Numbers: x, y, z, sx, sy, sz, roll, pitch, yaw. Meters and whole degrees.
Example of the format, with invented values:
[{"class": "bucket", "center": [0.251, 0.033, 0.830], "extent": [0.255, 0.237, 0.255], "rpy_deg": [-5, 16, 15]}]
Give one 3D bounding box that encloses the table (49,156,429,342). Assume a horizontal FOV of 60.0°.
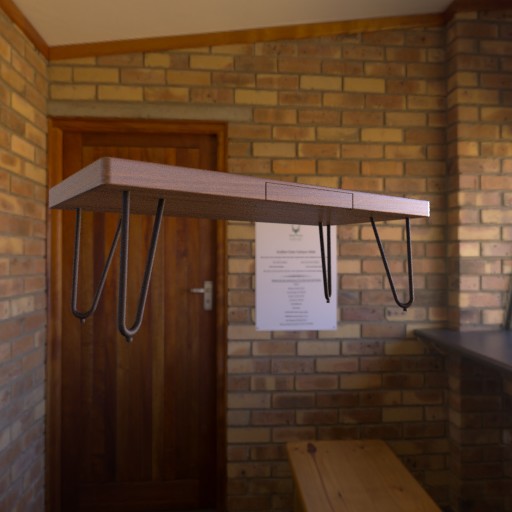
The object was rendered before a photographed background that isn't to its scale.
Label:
[{"class": "table", "center": [0.000, 0.000, 1.724], "extent": [1.375, 0.468, 0.637], "rpy_deg": [0, -1, -36]}]
